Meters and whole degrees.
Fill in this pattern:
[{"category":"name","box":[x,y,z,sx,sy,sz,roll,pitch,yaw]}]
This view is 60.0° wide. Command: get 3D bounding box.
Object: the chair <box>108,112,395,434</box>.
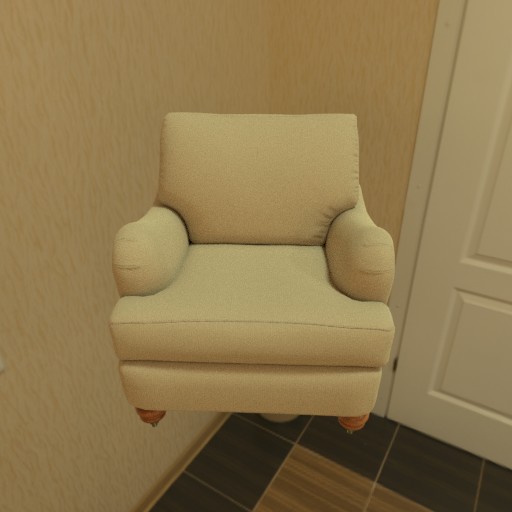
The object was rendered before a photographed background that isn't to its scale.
[{"category":"chair","box":[0.000,0.000,1.823,0.955,1.038,1.070,1,28,2]}]
